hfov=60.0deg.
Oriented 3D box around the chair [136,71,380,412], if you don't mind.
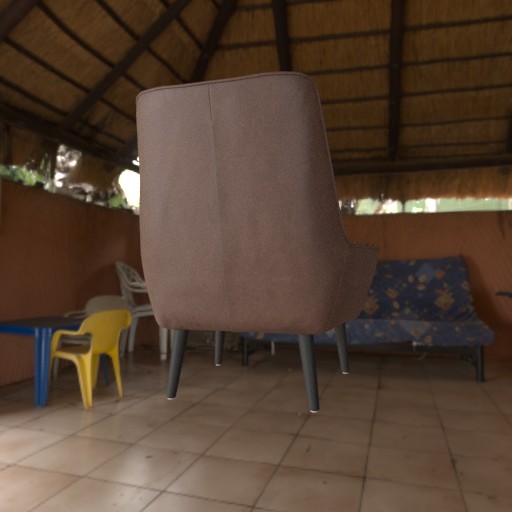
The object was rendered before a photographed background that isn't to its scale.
[{"bbox_3d":[0.000,0.000,1.485,0.787,0.888,0.824,-1,-2,16],"label":"chair"}]
